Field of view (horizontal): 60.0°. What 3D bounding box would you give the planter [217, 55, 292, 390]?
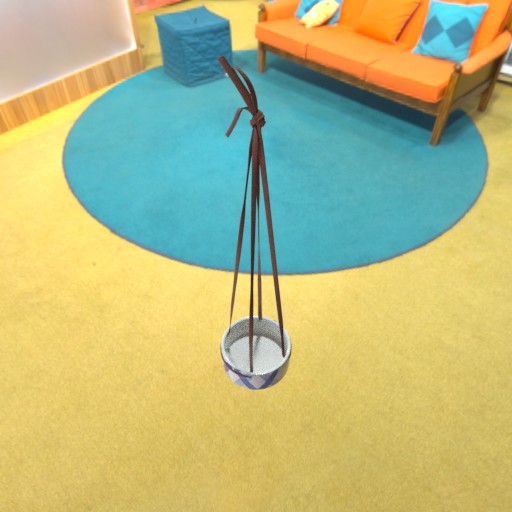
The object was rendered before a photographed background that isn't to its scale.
[{"bbox_3d":[0.000,0.000,0.822,0.166,0.751,0.166,2,45,2],"label":"planter"}]
